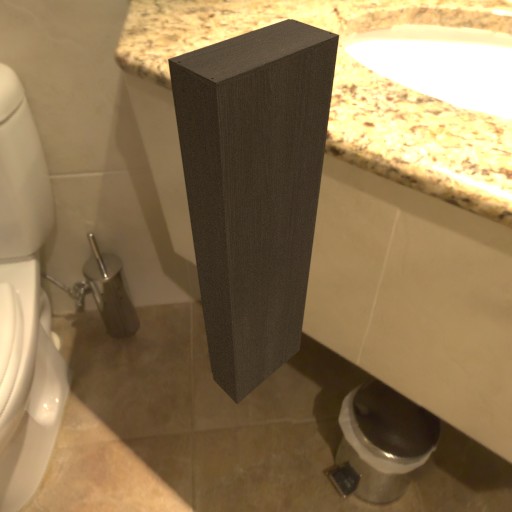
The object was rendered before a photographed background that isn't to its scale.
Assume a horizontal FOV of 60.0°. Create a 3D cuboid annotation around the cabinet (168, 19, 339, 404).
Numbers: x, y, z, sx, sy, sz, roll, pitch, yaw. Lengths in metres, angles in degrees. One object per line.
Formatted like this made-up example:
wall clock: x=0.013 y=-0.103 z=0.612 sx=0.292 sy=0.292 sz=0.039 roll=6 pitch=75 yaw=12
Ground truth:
cabinet: x=0.000 y=0.000 z=1.961 sx=0.500 sy=1.790 sz=0.230 roll=-34 pitch=54 yaw=-29
